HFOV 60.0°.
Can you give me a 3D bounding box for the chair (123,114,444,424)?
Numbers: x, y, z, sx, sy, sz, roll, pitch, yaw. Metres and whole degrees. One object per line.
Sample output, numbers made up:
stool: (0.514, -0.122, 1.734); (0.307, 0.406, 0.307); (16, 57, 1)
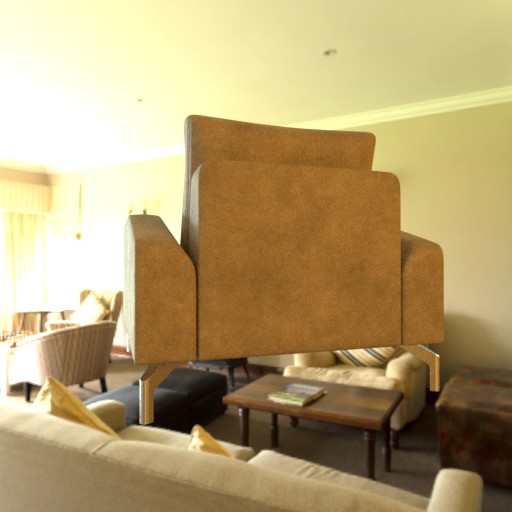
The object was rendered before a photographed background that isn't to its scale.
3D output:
chair: (0.000, 0.000, 1.599); (0.900, 0.800, 0.900); (0, 0, -18)
